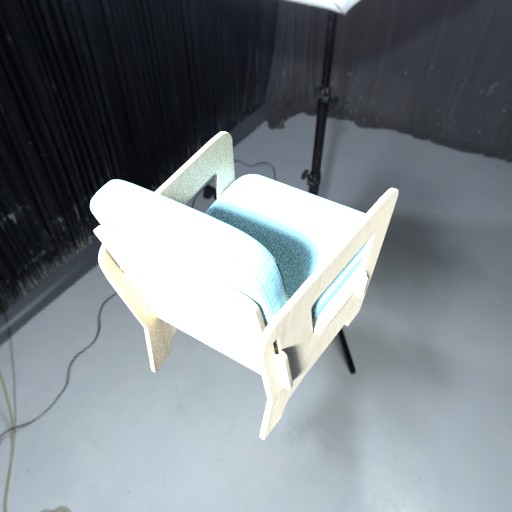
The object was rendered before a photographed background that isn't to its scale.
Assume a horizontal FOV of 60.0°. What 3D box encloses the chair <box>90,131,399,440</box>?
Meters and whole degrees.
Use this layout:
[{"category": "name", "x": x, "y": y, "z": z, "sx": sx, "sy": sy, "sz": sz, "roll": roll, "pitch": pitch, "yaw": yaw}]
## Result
[{"category": "chair", "x": 0.000, "y": 0.000, "z": 1.298, "sx": 0.590, "sy": 0.800, "sz": 0.710, "roll": 24, "pitch": 50, "yaw": 22}]
